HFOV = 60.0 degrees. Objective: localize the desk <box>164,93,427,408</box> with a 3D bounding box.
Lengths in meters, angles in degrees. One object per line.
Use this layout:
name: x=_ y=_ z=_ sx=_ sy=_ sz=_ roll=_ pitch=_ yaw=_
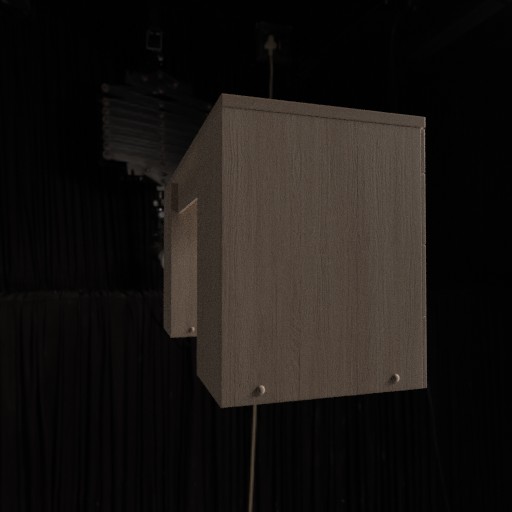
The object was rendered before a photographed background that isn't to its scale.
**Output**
desk: x=0.000 y=0.000 z=1.791 sx=0.600 sy=0.740 sz=1.390 roll=0 pitch=-1 yaw=-17
